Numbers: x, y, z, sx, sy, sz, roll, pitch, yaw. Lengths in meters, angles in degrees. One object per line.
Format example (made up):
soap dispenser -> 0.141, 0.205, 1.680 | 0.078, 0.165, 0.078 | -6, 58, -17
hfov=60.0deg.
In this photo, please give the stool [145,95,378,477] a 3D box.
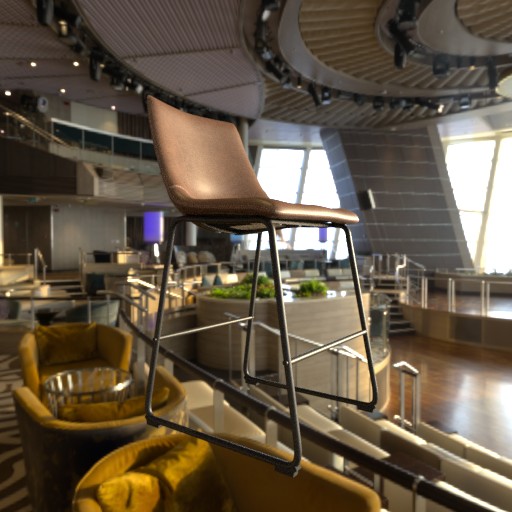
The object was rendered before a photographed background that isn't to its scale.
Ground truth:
stool -> 0.000, 0.000, 1.235 | 0.550, 0.890, 0.460 | 1, 2, 36
